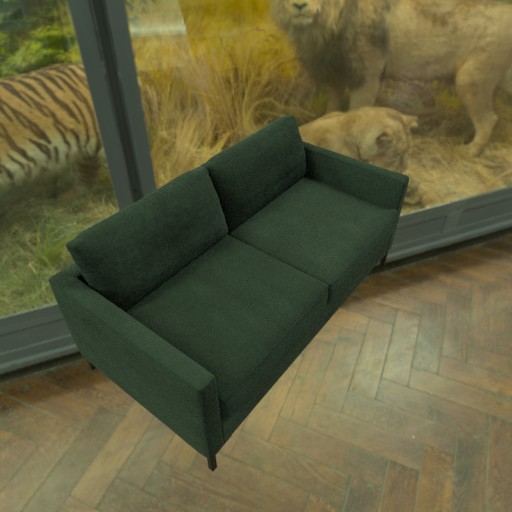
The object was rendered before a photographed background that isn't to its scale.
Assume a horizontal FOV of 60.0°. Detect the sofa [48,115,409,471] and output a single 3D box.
[{"bbox_3d":[0.000,0.000,2.215,0.875,0.817,1.676,27,48,27],"label":"sofa"}]
